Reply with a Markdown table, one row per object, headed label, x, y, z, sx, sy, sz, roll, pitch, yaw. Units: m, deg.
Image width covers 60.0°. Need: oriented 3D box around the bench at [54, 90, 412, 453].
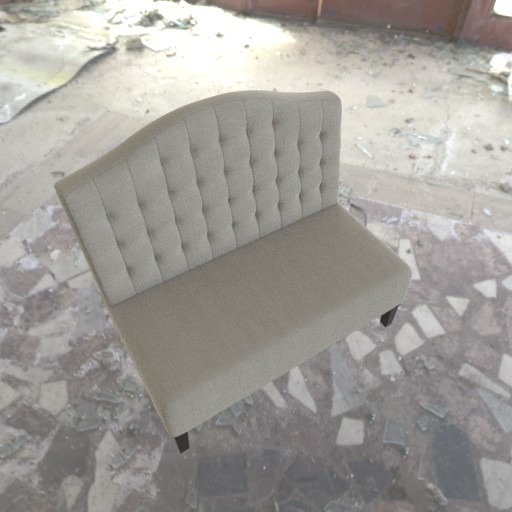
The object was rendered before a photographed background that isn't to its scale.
| label | x | y | z | sx | sy | sz | roll | pitch | yaw |
| --- | --- | --- | --- | --- | --- | --- | --- | --- | --- |
| bench | 0.000 | 0.000 | 2.014 | 1.335 | 1.180 | 0.815 | -25 | 53 | -21 |
